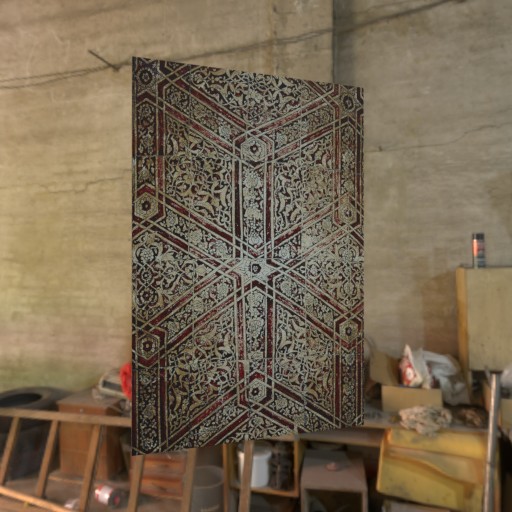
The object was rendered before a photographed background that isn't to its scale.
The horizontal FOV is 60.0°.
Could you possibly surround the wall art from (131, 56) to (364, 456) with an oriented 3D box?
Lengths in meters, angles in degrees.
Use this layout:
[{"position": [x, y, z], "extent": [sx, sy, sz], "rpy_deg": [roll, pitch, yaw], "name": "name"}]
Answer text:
[{"position": [0.000, 0.000, 1.109], "extent": [0.599, 0.904, 0.030], "rpy_deg": [0, 0, -18], "name": "wall art"}]
